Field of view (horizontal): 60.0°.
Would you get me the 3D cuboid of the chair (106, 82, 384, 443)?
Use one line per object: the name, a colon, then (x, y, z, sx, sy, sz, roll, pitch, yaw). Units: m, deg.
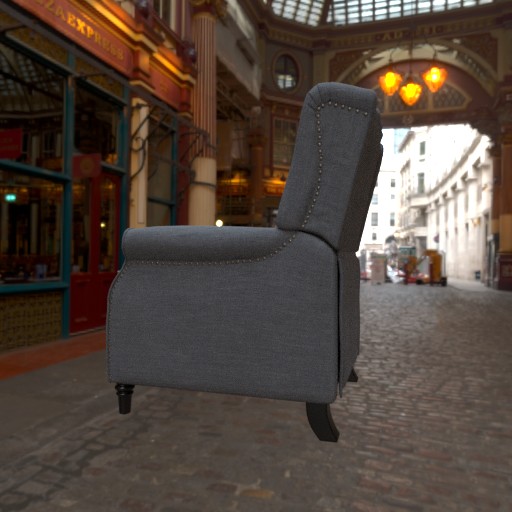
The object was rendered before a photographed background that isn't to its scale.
chair: (0.000, 0.000, 1.634, 0.898, 1.035, 0.742, 0, 0, 18)
